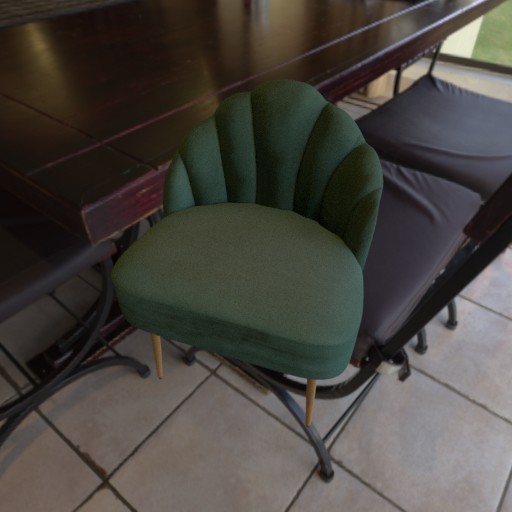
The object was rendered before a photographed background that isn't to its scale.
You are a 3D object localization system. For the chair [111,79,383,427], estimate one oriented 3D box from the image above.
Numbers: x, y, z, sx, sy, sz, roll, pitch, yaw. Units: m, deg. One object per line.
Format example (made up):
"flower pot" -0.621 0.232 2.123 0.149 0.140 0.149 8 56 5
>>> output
"chair" 0.000 0.000 1.289 0.657 0.819 0.599 13 43 15
